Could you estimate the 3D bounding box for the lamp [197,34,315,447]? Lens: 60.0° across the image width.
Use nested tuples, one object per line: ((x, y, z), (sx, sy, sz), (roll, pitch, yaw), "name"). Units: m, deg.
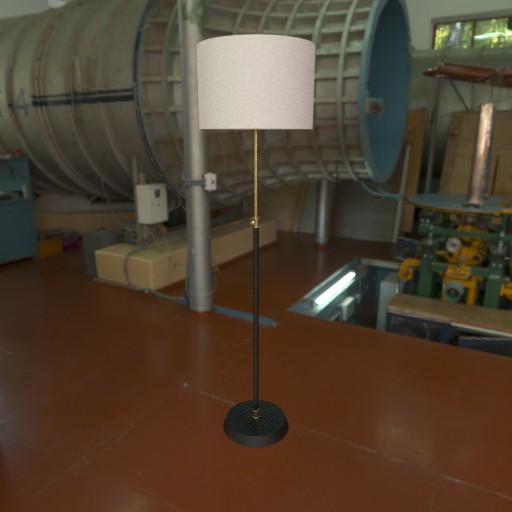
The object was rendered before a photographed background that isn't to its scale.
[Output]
((0.000, 0.000, 1.717), (0.404, 1.517, 0.404), (-7, 17, -25), "lamp")
